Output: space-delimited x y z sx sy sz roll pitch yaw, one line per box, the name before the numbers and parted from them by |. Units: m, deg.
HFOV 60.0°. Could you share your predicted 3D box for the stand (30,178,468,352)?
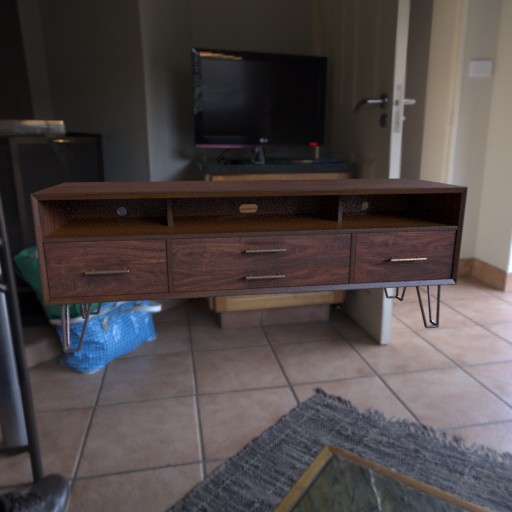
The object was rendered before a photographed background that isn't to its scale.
stand | 0.000 0.000 1.916 1.626 0.610 0.481 -2 14 -9
